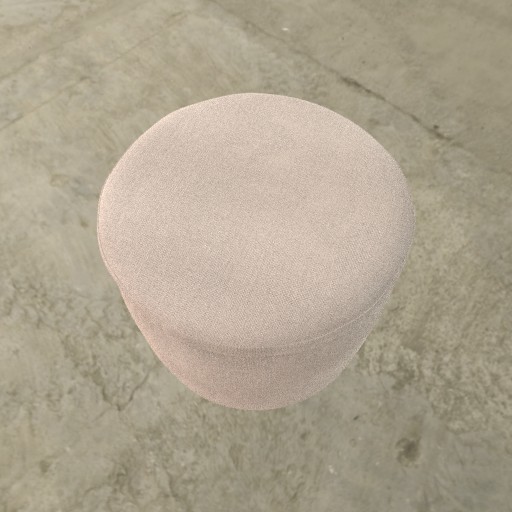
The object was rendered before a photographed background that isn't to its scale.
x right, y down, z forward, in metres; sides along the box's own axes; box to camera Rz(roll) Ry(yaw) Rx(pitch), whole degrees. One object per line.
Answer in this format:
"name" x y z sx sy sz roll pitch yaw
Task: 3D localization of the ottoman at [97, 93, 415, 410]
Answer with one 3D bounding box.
"ottoman" 0.000 0.000 0.841 0.497 0.409 0.497 0 59 0
